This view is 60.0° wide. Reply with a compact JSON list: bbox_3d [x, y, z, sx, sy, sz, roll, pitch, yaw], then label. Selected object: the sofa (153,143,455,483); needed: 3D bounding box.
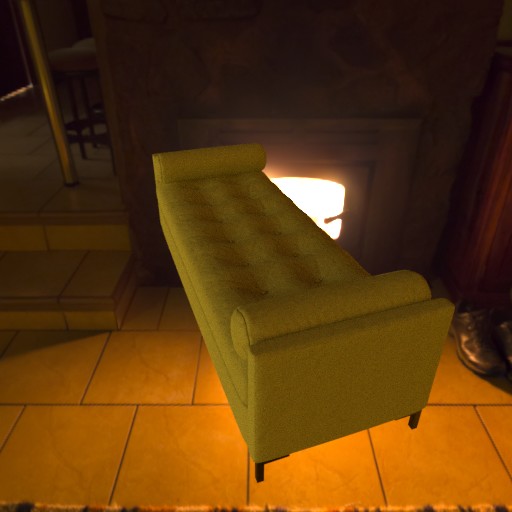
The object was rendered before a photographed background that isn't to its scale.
[{"bbox_3d":[0.000,0.000,2.448,0.796,0.705,2.102,-11,33,-17],"label":"sofa"}]
